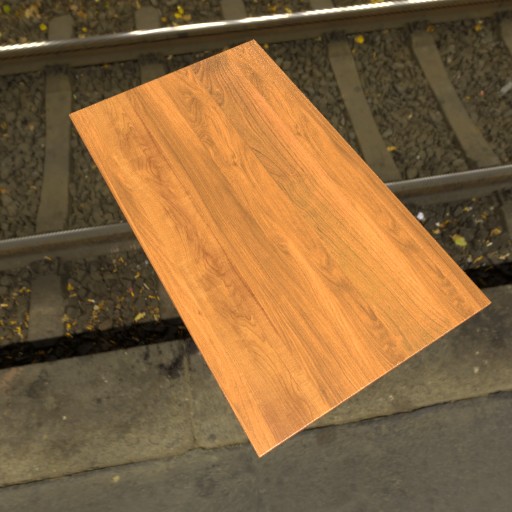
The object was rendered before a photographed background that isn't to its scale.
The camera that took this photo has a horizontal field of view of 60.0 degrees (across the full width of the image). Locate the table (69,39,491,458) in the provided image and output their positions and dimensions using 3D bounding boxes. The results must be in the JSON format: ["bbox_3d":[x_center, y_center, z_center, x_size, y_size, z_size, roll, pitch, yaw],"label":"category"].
[{"bbox_3d":[0.000,0.000,1.648,0.714,0.760,1.205,-28,66,-14],"label":"table"}]
